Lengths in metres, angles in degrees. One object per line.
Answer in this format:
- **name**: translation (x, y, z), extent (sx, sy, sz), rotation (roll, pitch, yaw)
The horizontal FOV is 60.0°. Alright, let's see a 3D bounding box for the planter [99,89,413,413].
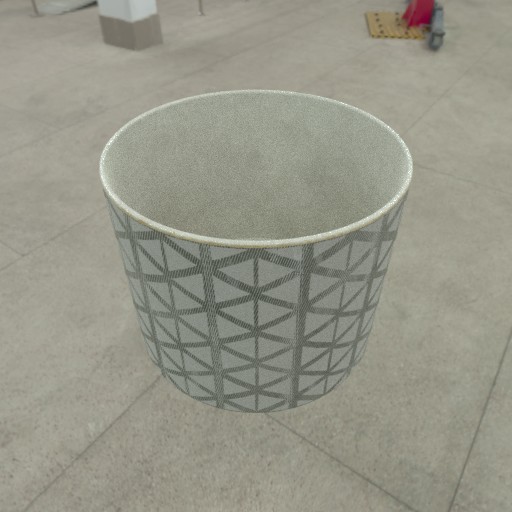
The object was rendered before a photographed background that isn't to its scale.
- **planter**: translation (0.000, 0.000, 0.442), extent (0.250, 0.239, 0.250), rotation (0, 41, 0)
